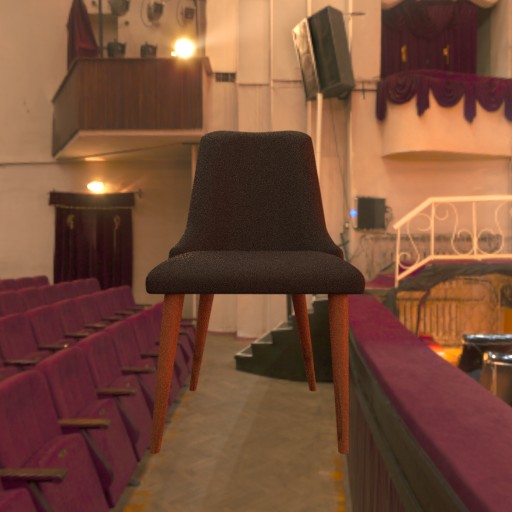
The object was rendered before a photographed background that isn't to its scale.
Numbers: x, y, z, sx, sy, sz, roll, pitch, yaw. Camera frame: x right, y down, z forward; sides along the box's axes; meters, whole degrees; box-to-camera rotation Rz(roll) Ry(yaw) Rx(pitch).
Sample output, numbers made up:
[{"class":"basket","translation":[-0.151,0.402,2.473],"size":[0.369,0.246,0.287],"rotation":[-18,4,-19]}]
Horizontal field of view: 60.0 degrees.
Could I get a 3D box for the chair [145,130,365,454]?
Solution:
[{"class":"chair","translation":[0.000,0.000,1.201],"size":[0.504,0.820,0.567],"rotation":[0,0,0]}]
